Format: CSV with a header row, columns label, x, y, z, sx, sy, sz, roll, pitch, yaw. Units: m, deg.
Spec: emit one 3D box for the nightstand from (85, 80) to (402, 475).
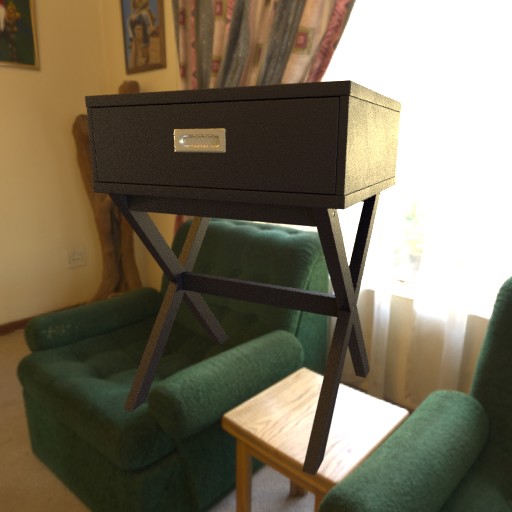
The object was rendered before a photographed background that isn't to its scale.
label,x,y,z,sx,sy,sz,roll,pitch,yaw
nightstand,0.000,0.000,0.933,0.479,0.623,0.402,7,16,26
